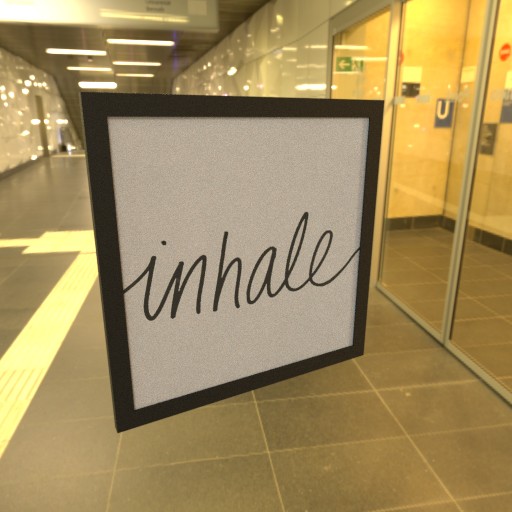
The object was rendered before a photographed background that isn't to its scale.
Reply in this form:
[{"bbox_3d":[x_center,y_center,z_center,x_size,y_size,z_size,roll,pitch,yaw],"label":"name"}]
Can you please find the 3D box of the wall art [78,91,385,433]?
[{"bbox_3d":[0.000,0.000,0.525,0.356,0.356,0.013,-9,19,-27],"label":"wall art"}]
